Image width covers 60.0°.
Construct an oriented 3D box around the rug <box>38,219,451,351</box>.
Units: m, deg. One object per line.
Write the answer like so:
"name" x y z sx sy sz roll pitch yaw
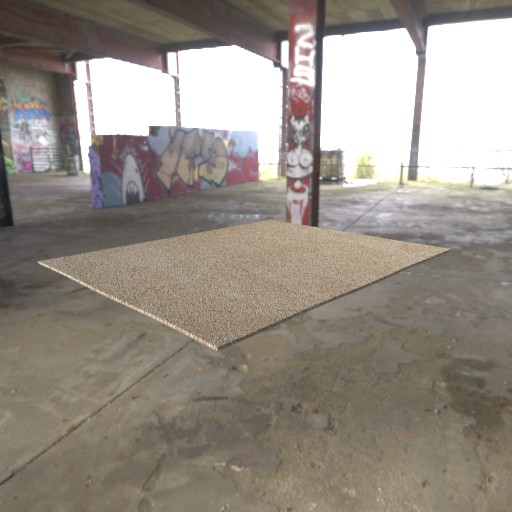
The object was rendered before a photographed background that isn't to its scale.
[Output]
"rug" 0.000 0.000 4.103 2.400 0.025 3.000 14 20 43
